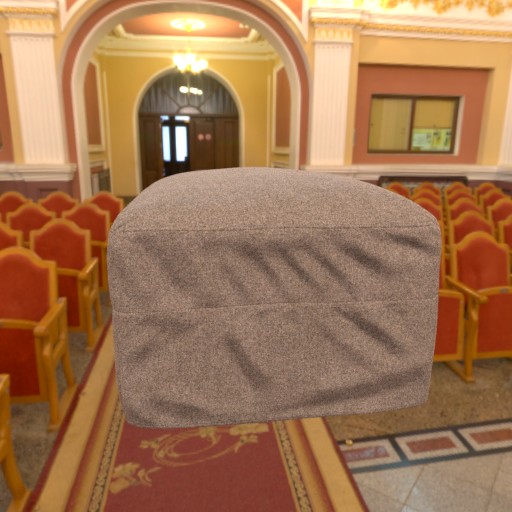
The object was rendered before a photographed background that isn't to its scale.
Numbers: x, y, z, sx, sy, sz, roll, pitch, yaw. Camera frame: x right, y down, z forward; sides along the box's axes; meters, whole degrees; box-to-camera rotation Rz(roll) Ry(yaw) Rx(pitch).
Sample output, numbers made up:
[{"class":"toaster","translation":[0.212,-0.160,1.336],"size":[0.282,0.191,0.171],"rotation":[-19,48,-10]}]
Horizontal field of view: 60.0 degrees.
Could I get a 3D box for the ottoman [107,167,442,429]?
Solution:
[{"class":"ottoman","translation":[0.000,0.000,1.232],"size":[0.683,0.481,0.837],"rotation":[-2,14,-8]}]
